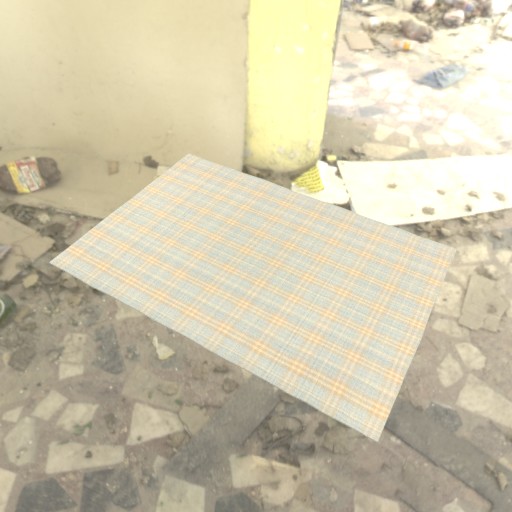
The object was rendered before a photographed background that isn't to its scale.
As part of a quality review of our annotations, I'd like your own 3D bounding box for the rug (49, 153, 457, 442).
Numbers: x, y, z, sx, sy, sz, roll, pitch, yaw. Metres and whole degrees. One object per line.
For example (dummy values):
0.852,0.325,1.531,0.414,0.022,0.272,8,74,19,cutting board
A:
0.000,0.000,2.387,1.835,0.012,1.231,23,50,21,rug
